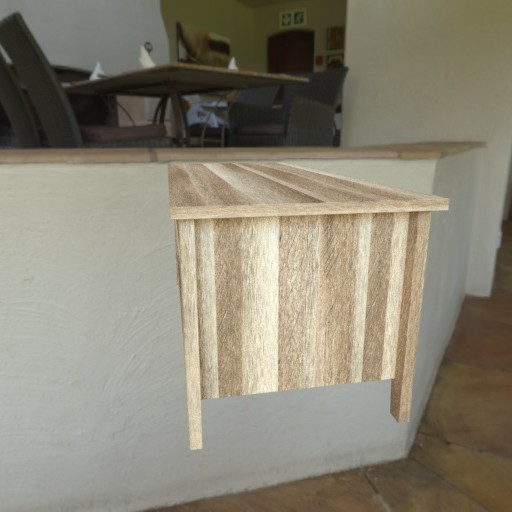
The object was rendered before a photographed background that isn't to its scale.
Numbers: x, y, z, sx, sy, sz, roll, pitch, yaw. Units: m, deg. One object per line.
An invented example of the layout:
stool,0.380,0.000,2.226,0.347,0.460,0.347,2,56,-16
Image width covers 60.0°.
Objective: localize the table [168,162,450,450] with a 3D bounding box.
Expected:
table,0.000,0.000,1.328,0.493,0.480,1.095,-3,16,-11
